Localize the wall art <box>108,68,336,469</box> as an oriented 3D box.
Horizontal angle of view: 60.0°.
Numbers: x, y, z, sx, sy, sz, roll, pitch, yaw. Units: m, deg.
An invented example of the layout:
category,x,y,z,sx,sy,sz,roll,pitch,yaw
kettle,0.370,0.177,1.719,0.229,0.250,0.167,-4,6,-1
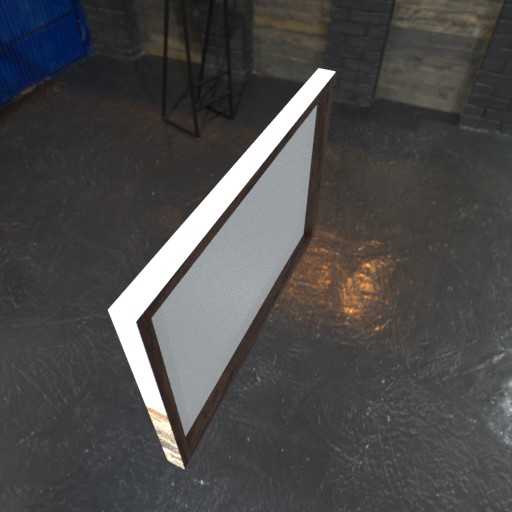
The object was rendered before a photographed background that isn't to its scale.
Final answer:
category,x,y,z,sx,sy,sz,roll,pitch,yaw
wall art,0.000,0.000,1.147,0.050,0.610,0.914,19,49,17
